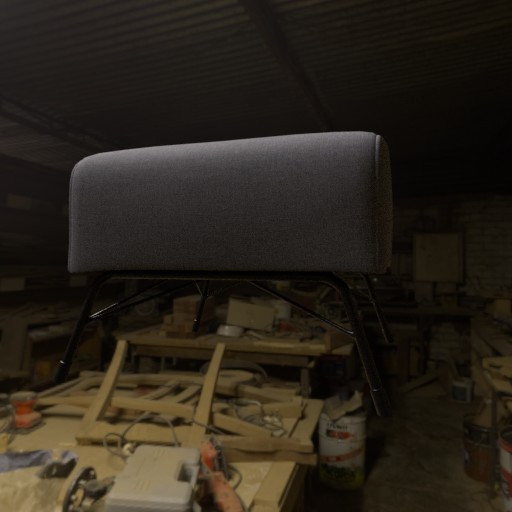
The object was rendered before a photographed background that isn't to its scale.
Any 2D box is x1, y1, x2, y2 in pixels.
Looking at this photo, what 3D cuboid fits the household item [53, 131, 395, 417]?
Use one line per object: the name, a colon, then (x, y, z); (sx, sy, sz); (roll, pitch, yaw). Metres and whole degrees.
household item: (0.000, 0.000, 0.890); (0.530, 0.410, 0.530); (0, 0, 18)
